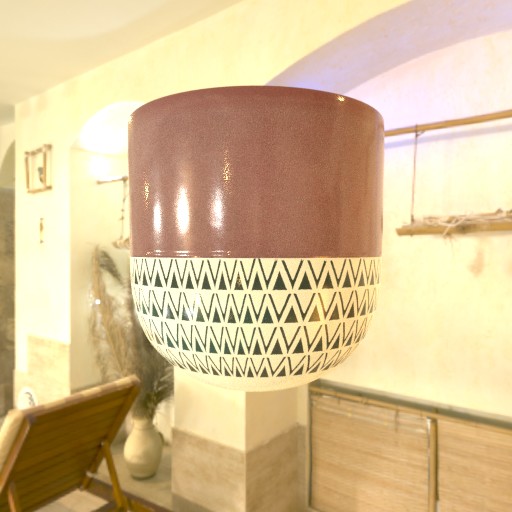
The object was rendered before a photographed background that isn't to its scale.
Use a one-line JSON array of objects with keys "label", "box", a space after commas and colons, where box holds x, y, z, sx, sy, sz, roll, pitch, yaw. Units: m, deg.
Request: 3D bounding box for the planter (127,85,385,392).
[{"label": "planter", "box": [0.000, 0.000, 0.479, 0.266, 0.270, 0.266, 0, 1, 0]}]
